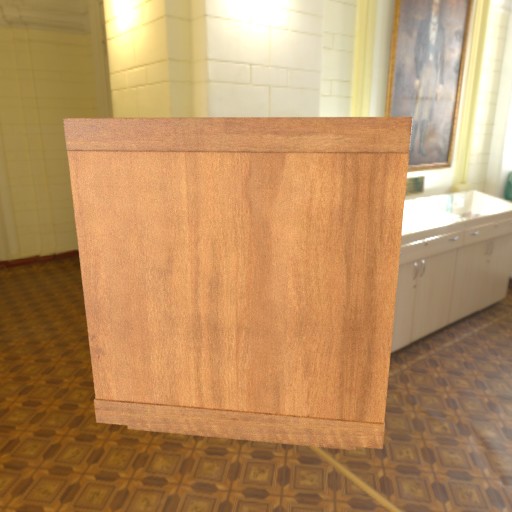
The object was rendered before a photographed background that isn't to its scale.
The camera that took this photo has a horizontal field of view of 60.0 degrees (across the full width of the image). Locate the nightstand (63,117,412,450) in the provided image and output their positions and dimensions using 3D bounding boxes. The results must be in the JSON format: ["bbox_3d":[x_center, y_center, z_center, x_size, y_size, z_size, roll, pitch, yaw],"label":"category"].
[{"bbox_3d":[0.000,0.000,0.840,0.436,0.491,0.493,2,16,8],"label":"nightstand"}]
